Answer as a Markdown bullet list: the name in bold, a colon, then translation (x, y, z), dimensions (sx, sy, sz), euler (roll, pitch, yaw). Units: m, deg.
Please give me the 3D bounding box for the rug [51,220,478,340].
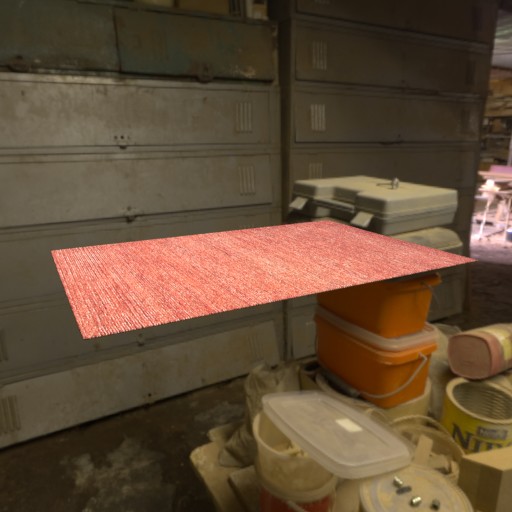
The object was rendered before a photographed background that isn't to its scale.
- **rug**: translation (0.000, 0.000, 2.157), dimensions (1.747, 0.011, 1.139), euler (-8, 17, -27)
